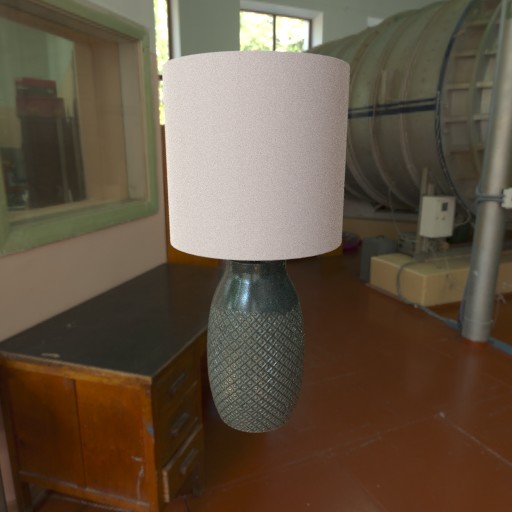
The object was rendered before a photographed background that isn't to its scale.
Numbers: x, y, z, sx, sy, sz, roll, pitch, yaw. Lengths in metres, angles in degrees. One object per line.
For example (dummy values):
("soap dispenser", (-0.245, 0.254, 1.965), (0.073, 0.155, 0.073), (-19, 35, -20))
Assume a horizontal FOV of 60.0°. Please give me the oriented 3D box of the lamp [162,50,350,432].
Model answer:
("lamp", (0.000, 0.000, 0.576), (0.217, 0.453, 0.217), (2, 14, 9))
